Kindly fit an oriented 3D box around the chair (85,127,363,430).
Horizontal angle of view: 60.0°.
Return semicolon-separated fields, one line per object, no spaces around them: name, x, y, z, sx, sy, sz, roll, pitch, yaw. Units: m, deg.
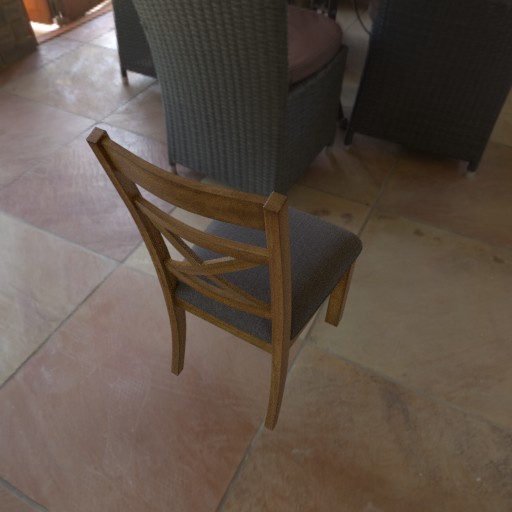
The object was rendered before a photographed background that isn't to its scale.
chair;0.000;0.000;1.253;0.470;0.949;0.581;23;51;20
